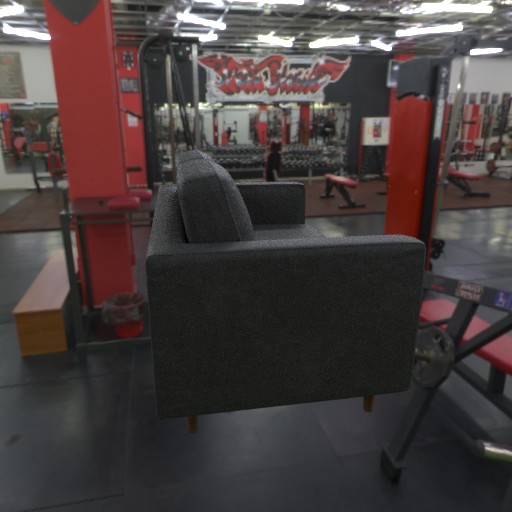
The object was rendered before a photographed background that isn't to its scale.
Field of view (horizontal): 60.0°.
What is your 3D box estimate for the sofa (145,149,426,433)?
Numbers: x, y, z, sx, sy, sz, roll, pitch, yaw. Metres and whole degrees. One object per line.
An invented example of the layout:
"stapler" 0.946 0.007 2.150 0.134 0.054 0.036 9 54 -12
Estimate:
"sofa" 0.000 0.000 2.023 0.879 0.899 1.430 -3 17 -10
